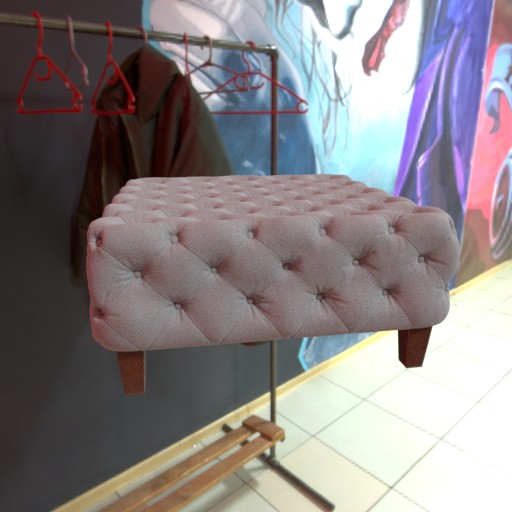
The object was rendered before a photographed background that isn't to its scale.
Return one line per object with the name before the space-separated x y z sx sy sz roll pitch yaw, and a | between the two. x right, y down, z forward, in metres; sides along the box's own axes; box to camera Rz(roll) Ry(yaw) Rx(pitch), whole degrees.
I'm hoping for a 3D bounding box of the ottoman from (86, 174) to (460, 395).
ottoman | 0.000 0.000 1.451 0.911 0.439 0.917 -3 17 -9
